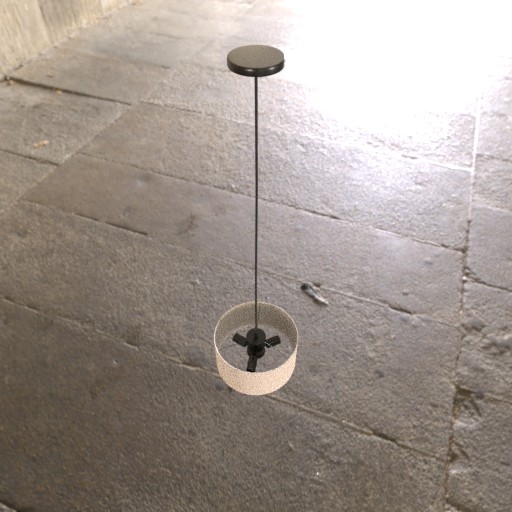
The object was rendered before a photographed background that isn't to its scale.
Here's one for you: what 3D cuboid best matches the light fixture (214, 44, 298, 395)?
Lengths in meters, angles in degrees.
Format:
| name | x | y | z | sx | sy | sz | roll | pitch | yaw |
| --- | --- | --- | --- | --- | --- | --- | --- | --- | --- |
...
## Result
| name | x | y | z | sx | sy | sz | roll | pitch | yaw |
| --- | --- | --- | --- | --- | --- | --- | --- | --- | --- |
| light fixture | 0.000 | 0.000 | 1.702 | 0.399 | 1.516 | 0.399 | 0 | 47 | 0 |
